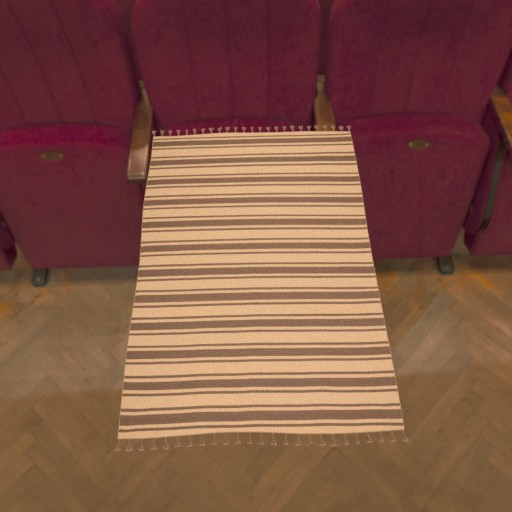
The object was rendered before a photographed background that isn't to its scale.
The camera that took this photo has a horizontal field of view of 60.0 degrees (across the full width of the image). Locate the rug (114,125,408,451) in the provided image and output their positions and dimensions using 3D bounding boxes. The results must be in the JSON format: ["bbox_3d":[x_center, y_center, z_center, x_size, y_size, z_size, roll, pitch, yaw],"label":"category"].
[{"bbox_3d":[0.000,0.000,3.792,2.030,0.017,3.040,-1,61,-1],"label":"rug"}]
